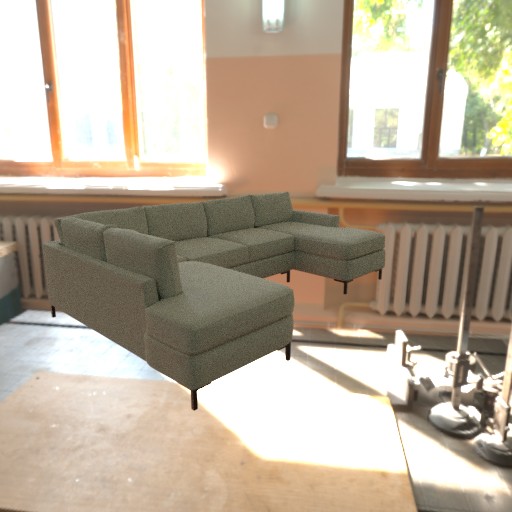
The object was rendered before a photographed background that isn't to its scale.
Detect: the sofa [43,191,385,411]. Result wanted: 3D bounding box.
[{"bbox_3d":[0.000,0.000,3.926,1.989,0.862,2.984,13,19,42],"label":"sofa"}]
